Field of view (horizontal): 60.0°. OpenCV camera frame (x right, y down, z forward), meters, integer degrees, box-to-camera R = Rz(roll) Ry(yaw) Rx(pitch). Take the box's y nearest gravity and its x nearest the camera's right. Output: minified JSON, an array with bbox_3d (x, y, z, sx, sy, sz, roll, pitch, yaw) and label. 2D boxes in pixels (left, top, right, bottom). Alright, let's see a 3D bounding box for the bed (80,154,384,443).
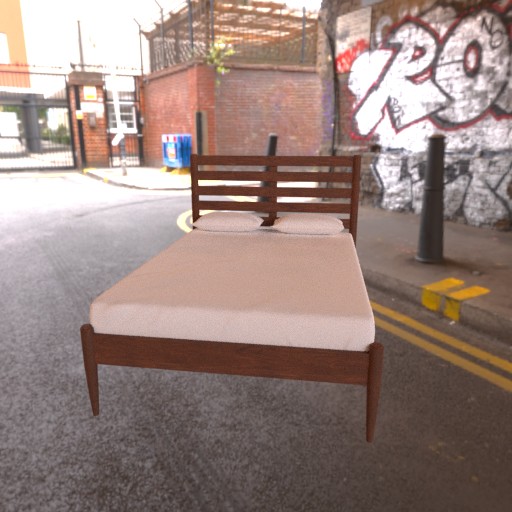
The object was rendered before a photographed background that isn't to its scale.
[{"bbox_3d":[0.000,0.000,3.091,1.509,1.304,2.093,2,15,8],"label":"bed"}]
